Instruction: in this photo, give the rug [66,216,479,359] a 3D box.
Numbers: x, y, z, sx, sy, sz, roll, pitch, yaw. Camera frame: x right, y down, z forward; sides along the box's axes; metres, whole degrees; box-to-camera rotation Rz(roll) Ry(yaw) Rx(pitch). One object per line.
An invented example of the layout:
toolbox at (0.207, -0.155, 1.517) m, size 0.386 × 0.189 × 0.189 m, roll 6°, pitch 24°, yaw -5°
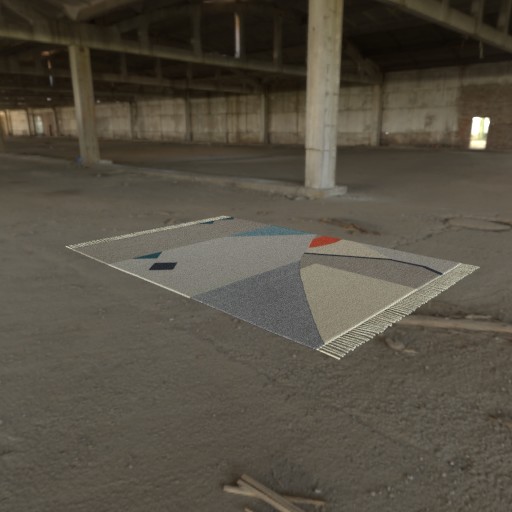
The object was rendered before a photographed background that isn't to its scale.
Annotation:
rug at (0.000, 0.000, 2.321) m, size 1.828 × 0.005 × 1.220 m, roll 15°, pitch 22°, yaw 41°
